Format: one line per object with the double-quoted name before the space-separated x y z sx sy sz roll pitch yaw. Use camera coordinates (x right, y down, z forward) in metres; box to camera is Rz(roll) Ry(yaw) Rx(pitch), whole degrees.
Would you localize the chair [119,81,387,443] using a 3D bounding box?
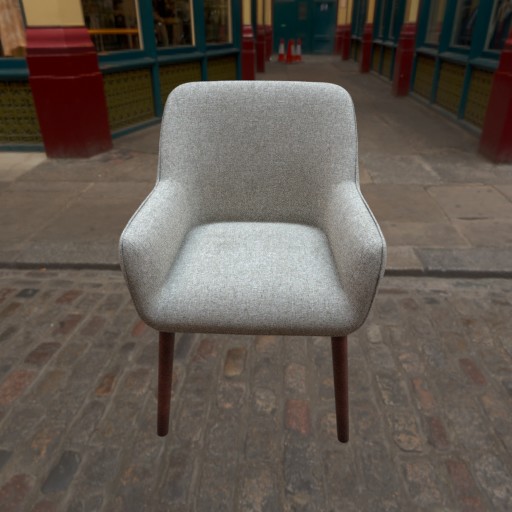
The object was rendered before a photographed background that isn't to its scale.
"chair" 0.000 0.000 1.160 0.543 0.803 0.519 1 28 2
